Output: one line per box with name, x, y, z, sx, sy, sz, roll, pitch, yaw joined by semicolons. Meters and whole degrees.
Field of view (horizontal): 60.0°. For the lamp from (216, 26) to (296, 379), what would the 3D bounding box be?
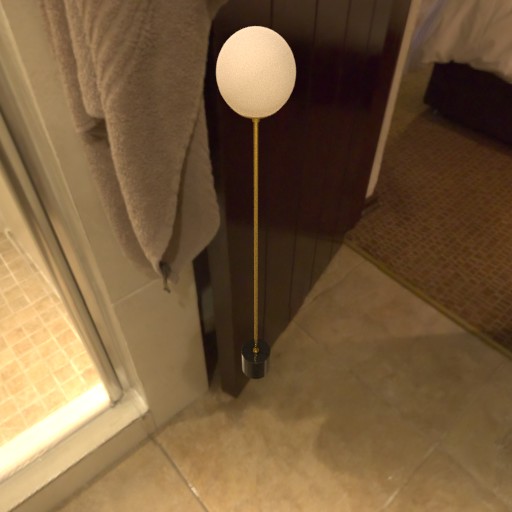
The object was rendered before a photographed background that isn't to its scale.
lamp;0.000;0.000;1.815;0.229;1.748;0.229;8;46;8
